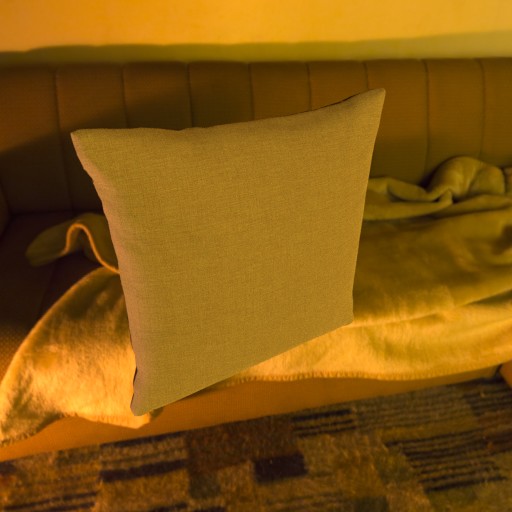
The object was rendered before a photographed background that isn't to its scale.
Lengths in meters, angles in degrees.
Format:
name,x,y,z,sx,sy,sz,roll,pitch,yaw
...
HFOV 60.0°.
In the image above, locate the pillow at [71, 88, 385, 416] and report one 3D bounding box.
name,x,y,z,sx,sy,sz,roll,pitch,yaw
pillow,0.000,0.000,0.769,0.517,0.508,0.158,-18,35,-27
